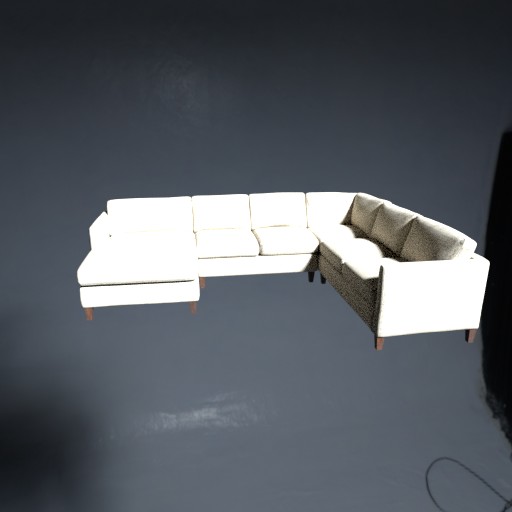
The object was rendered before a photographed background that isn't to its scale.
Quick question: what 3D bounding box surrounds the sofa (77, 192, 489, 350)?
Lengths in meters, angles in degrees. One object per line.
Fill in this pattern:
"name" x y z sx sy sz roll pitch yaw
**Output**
"sofa" 0.000 0.000 4.579 3.460 0.959 2.593 -3 18 -8
